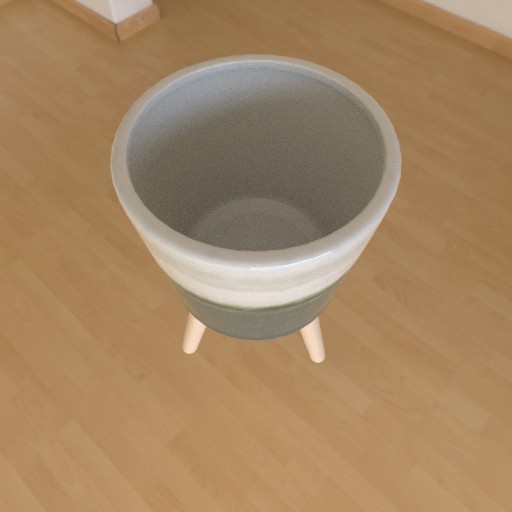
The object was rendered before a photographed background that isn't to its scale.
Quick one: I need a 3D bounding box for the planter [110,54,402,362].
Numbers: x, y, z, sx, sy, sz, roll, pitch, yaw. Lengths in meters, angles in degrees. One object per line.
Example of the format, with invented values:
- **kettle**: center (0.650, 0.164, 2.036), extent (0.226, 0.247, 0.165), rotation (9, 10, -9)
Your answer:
- **planter**: center (0.000, 0.000, 0.472), extent (0.217, 0.331, 0.217), rotation (15, 60, 9)
